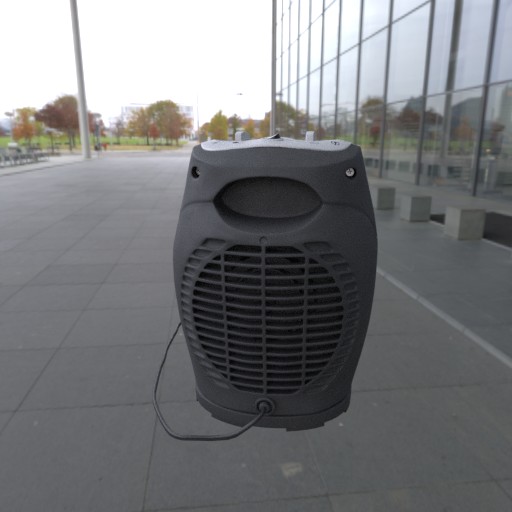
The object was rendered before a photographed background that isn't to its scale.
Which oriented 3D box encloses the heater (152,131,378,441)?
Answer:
[{"bbox_3d":[0.000,0.000,0.475,0.239,0.255,0.291,2,15,7],"label":"heater"}]
